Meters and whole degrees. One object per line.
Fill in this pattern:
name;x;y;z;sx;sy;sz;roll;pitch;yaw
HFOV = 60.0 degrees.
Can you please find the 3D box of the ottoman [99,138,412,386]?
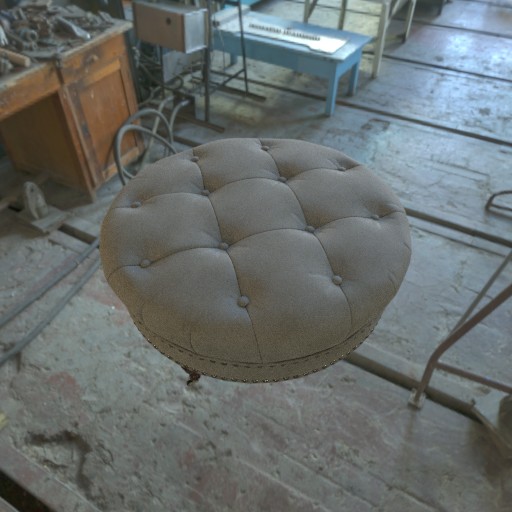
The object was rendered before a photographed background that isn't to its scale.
ottoman;0.000;0.000;1.418;0.901;0.439;0.901;0;46;0
